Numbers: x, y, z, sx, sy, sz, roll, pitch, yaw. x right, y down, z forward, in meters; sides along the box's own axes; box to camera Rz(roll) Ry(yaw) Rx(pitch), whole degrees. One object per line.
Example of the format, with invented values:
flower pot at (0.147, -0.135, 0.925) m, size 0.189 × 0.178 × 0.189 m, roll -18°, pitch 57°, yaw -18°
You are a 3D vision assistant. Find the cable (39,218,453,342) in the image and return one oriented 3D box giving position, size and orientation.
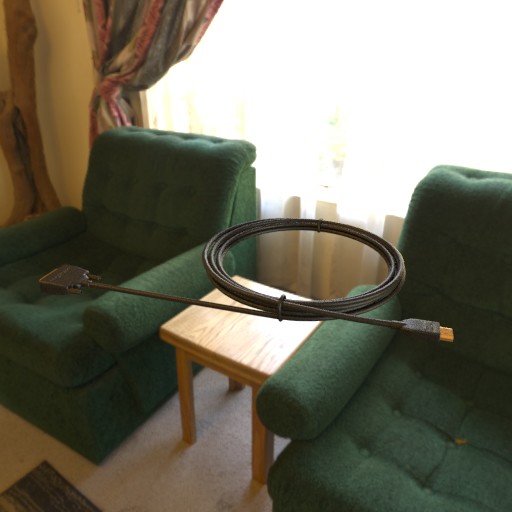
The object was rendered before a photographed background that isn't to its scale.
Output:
cable at (0.000, 0.000, 0.532) m, size 0.422 × 0.030 × 0.257 m, roll 8°, pitch 27°, yaw 15°
